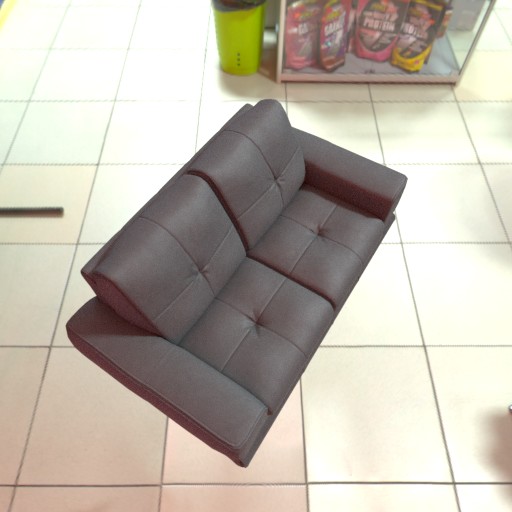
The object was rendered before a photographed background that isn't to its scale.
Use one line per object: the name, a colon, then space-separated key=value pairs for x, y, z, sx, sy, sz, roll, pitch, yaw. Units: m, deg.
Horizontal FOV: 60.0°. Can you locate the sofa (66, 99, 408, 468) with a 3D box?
sofa: x=0.000 y=0.000 z=2.375 sx=1.018 sy=0.907 sz=1.806 roll=29 pitch=62 yaw=17
